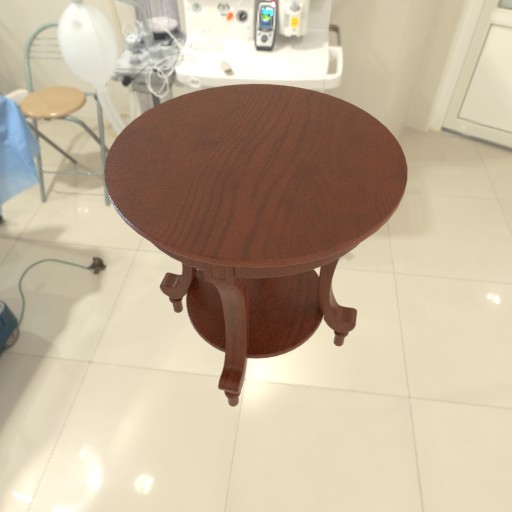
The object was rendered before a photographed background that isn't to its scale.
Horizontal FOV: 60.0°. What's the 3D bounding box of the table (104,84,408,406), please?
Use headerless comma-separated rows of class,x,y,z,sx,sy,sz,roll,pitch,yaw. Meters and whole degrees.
table,0.000,0.000,1.115,0.597,0.612,0.597,0,47,0
